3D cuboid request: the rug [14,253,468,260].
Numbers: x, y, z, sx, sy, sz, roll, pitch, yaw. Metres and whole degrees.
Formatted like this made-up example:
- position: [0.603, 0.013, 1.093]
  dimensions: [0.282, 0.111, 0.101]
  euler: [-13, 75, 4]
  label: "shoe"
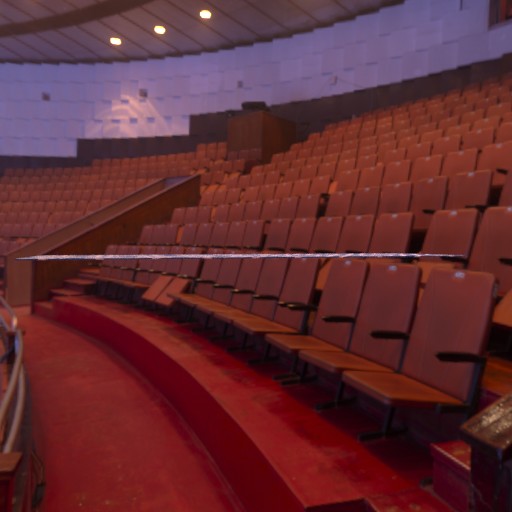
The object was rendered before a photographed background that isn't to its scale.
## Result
- position: [0.000, 0.000, 2.490]
  dimensions: [2.296, 0.006, 0.685]
  euler: [0, 1, -17]
  label: "rug"
